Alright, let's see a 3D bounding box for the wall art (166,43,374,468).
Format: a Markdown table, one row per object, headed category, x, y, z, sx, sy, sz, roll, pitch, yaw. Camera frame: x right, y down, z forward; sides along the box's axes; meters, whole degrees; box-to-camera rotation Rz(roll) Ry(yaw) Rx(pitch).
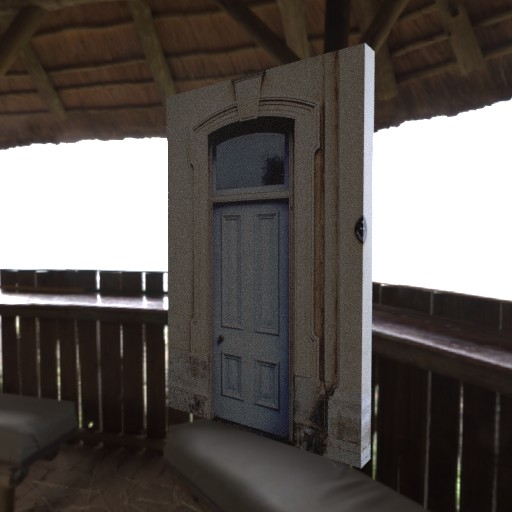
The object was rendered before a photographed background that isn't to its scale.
| category | x | y | z | sx | sy | sz | roll | pitch | yaw |
| --- | --- | --- | --- | --- | --- | --- | --- | --- | --- |
| wall art | 0.000 | 0.000 | 0.765 | 0.403 | 0.607 | 0.036 | 2 | 3 | 36 |
